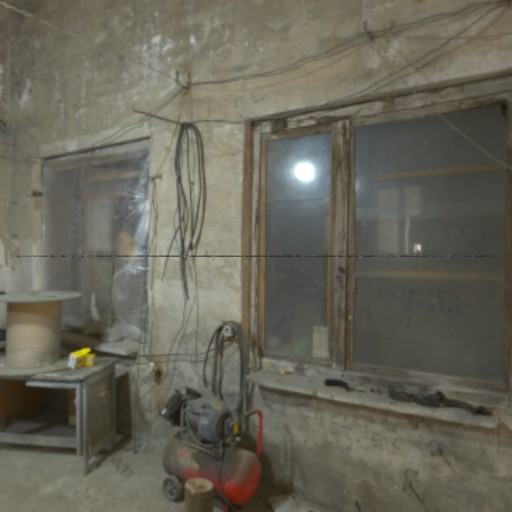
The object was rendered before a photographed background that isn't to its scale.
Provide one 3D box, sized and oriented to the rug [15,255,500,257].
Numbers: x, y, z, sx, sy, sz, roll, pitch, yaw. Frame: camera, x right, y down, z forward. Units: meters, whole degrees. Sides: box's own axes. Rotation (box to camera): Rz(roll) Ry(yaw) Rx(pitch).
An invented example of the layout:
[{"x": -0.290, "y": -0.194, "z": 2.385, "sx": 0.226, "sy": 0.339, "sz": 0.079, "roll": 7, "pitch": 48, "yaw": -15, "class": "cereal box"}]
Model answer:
[{"x": 0.000, "y": 0.000, "z": 2.275, "sx": 1.828, "sy": 0.005, "sz": 1.219, "roll": 0, "pitch": 0, "yaw": -2, "class": "rug"}]
